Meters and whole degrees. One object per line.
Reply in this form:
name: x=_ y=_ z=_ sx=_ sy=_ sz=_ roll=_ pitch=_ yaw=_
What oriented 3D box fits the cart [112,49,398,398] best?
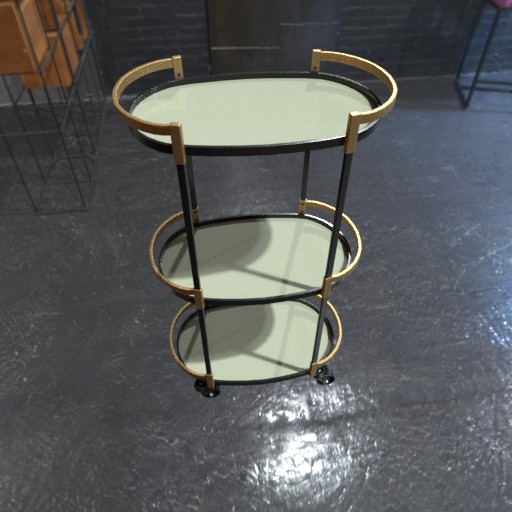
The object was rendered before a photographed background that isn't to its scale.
cart: x=0.000 y=0.000 z=1.118 sx=0.515 sy=0.885 sz=0.311 roll=-5 pitch=44 yaw=-5
